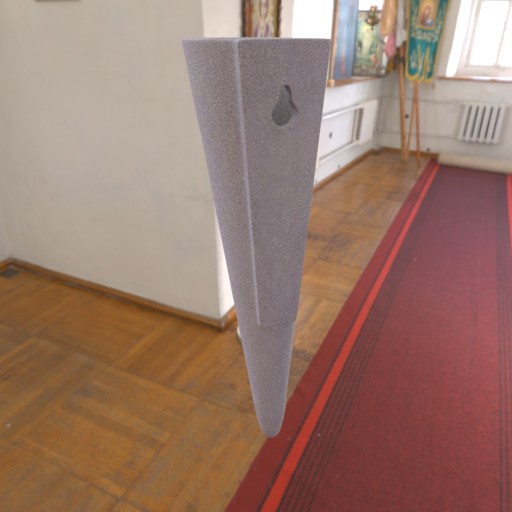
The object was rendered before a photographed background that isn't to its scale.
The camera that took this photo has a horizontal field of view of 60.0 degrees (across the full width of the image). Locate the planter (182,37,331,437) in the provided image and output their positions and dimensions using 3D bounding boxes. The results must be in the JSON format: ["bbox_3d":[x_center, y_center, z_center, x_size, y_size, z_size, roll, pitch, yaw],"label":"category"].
[{"bbox_3d":[0.000,0.000,0.293,0.078,0.259,0.087,-9,28,-17],"label":"planter"}]
